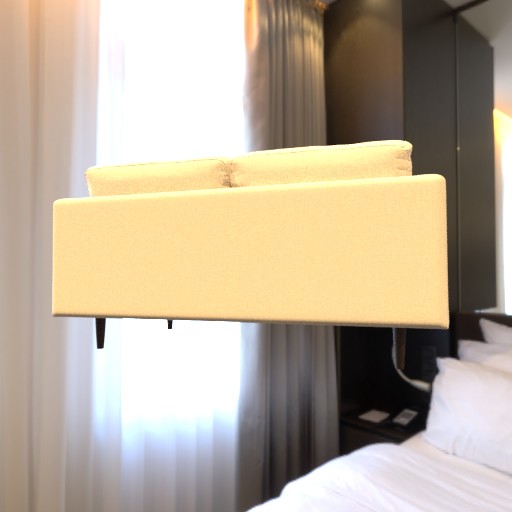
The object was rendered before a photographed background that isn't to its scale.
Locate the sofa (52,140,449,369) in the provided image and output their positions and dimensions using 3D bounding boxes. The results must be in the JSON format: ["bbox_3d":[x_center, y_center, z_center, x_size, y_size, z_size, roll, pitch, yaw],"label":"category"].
[{"bbox_3d":[0.000,0.000,2.243,1.713,0.893,0.940,0,-1,18],"label":"sofa"}]
